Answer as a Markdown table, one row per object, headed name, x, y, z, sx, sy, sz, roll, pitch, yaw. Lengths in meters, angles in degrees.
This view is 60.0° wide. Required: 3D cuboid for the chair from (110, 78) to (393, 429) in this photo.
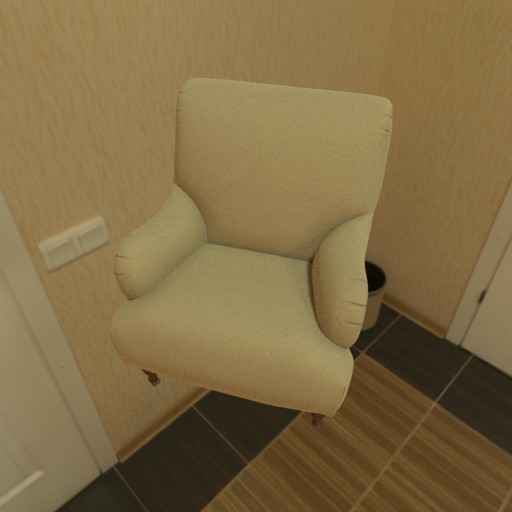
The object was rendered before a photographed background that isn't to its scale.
| name | x | y | z | sx | sy | sz | roll | pitch | yaw |
| --- | --- | --- | --- | --- | --- | --- | --- | --- | --- |
| chair | 0.000 | 0.000 | 1.534 | 0.766 | 0.942 | 0.842 | 11 | 42 | 12 |
